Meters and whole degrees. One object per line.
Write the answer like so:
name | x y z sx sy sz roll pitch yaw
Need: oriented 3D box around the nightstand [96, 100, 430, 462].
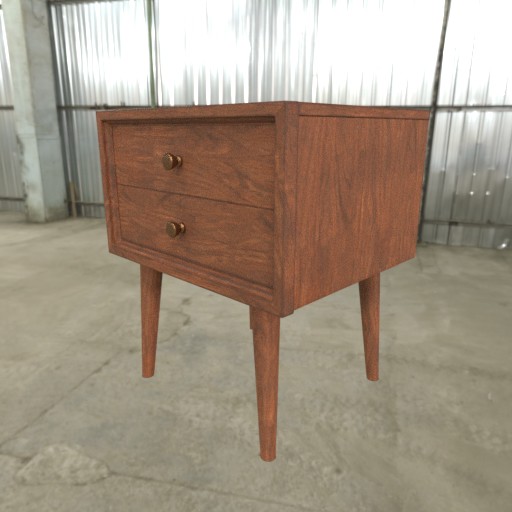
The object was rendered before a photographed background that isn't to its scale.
nightstand | 0.000 0.000 0.973 0.521 0.607 0.445 15 22 42
